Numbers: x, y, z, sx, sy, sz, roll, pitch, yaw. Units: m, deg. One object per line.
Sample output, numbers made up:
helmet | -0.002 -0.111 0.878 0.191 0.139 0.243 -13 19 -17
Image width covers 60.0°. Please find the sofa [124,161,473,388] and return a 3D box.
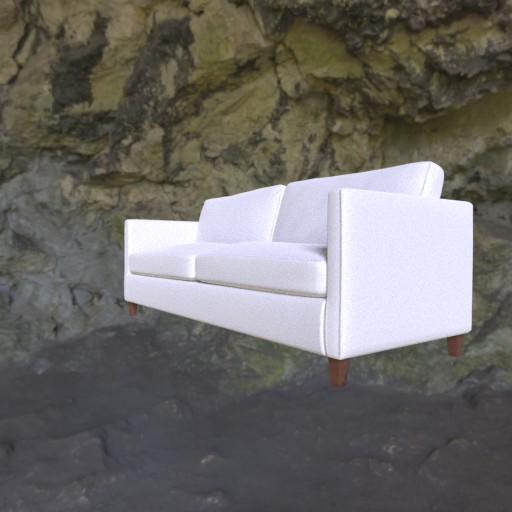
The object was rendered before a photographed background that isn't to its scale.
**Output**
sofa | 0.000 0.000 2.836 0.951 0.962 2.361 -1 1 -36
